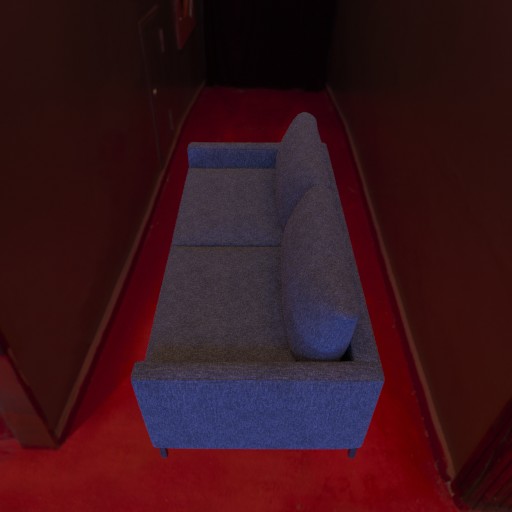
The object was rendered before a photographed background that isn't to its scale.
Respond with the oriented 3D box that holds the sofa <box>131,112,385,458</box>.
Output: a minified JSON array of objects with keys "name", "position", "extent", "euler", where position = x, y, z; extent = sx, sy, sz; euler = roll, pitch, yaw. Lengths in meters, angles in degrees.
[{"name":"sofa","position":[0.000,0.000,2.217],"extent":[0.866,0.862,1.716],"euler":[0,41,0]}]
